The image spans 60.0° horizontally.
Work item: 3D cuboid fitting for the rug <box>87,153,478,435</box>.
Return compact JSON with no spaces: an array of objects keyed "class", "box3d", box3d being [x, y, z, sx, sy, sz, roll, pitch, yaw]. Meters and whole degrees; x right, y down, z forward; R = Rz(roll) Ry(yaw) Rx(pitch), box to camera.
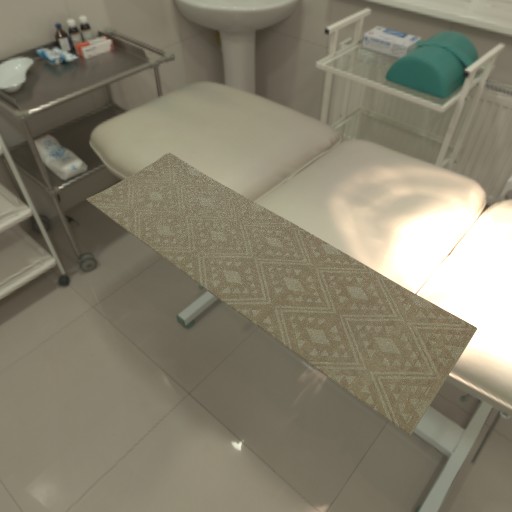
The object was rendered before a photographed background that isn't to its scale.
[{"class":"rug","box3d":[0.000,0.000,2.695,2.452,0.051,0.752,32,55,27]}]
